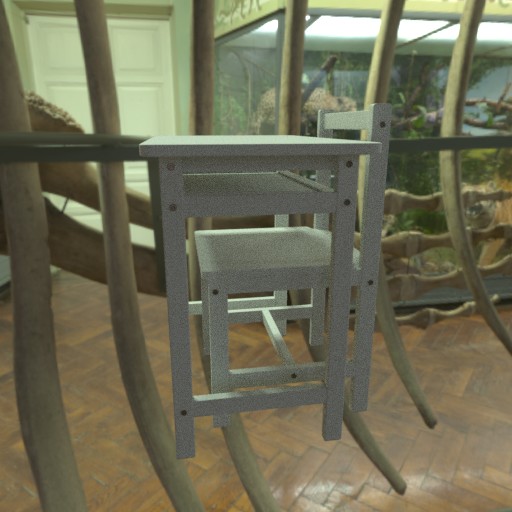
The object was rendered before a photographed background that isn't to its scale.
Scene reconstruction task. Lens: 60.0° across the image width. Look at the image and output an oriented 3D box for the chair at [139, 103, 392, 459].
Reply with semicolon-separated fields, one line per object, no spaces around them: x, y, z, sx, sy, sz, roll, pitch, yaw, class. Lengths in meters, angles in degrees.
0.000;0.000;1.052;0.461;0.673;0.599;-3;17;-10;chair
